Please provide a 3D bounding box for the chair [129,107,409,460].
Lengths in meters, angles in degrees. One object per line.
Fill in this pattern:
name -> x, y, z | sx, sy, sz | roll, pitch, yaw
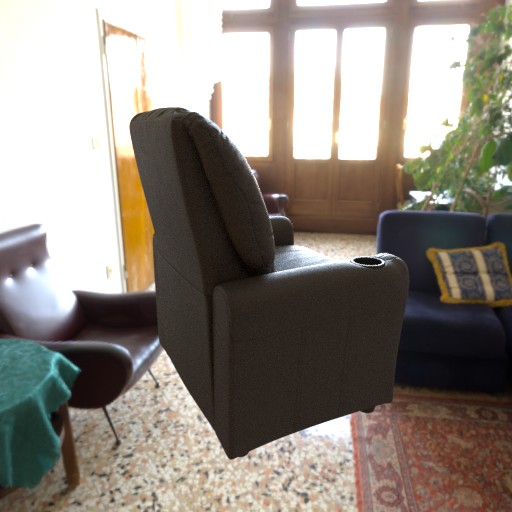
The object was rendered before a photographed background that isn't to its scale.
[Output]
chair -> 0.000, 0.000, 1.123 | 0.521, 0.709, 0.610 | -8, 18, -25
